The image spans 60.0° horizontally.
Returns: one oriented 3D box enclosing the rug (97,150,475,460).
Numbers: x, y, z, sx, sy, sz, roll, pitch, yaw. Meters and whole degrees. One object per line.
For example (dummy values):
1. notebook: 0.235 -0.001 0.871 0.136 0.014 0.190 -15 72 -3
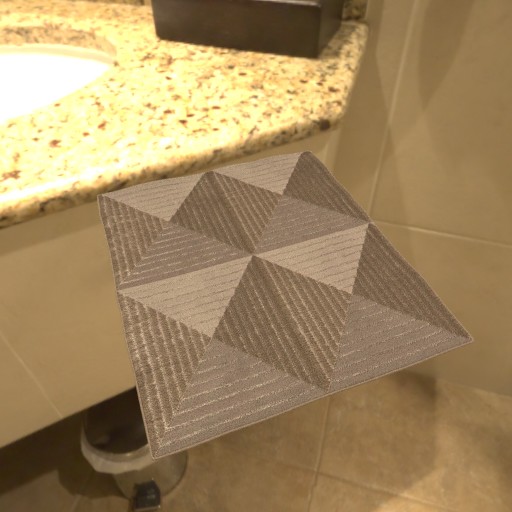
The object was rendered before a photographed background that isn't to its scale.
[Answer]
1. rug: 0.000 0.000 0.881 0.551 0.008 0.642 -15 47 -15
